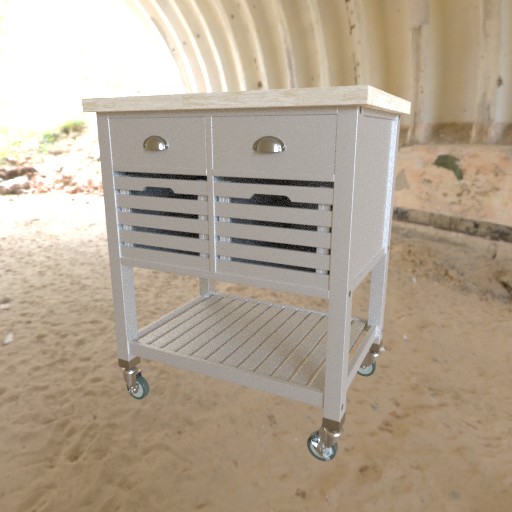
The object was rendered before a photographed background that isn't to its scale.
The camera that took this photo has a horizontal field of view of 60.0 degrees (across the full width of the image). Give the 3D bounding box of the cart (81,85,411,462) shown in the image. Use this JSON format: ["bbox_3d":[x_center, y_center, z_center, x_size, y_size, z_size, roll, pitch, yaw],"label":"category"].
[{"bbox_3d":[0.000,0.000,1.377,0.762,0.914,0.559,8,17,26],"label":"cart"}]
